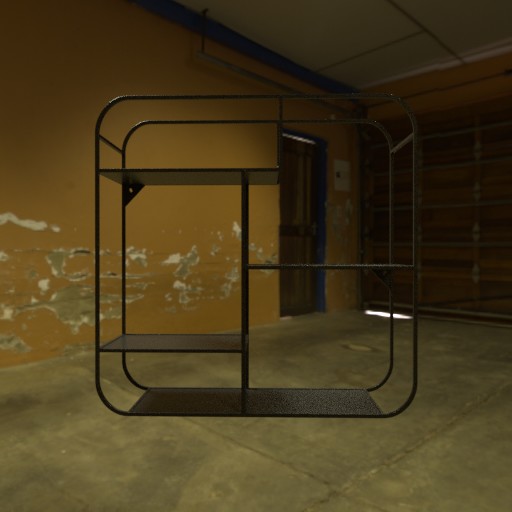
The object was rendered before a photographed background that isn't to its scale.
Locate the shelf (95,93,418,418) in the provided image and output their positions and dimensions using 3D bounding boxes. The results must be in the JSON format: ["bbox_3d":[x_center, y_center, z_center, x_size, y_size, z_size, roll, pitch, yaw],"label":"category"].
[{"bbox_3d":[0.000,0.000,0.904,0.600,0.600,0.160,0,0,1],"label":"shelf"}]
